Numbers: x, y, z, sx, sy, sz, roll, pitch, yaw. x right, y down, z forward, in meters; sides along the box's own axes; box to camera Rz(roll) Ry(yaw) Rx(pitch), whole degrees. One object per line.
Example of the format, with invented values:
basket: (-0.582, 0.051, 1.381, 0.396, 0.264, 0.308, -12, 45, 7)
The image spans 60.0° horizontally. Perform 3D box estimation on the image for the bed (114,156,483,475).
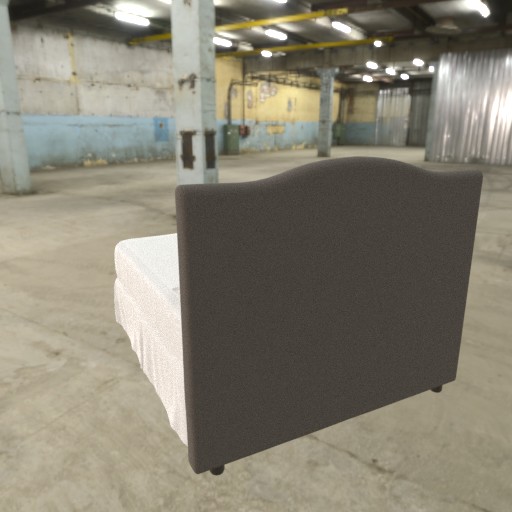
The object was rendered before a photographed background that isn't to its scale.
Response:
bed: (0.000, 0.000, 2.973, 1.666, 1.387, 2.036, -8, 17, -27)
